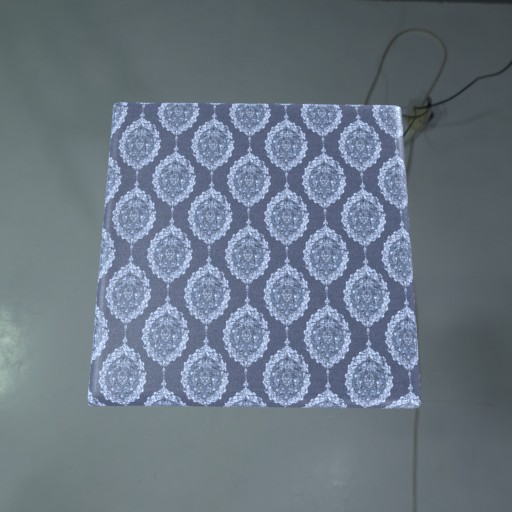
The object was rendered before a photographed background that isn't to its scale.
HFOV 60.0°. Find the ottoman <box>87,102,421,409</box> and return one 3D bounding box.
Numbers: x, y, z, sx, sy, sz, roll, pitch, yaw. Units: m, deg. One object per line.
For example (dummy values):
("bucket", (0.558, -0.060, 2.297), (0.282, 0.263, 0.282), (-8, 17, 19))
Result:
("ottoman", (0.000, 0.000, 1.408), (0.889, 0.409, 0.890), (1, 77, 0))
